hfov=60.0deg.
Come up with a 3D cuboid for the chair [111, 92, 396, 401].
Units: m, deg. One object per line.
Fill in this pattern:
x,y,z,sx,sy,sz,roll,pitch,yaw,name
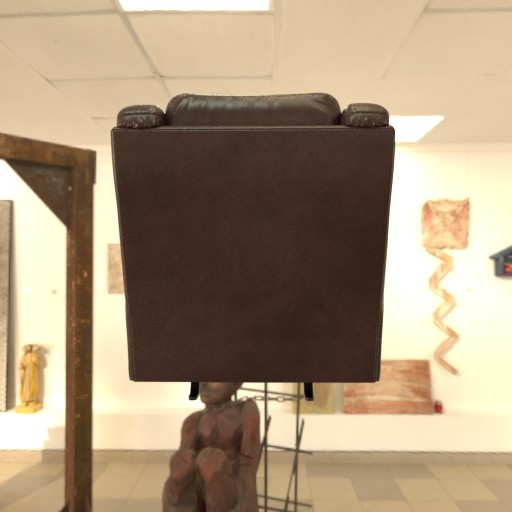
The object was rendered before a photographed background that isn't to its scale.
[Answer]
0.000,0.000,1.903,0.990,1.093,1.041,0,-1,1,chair
